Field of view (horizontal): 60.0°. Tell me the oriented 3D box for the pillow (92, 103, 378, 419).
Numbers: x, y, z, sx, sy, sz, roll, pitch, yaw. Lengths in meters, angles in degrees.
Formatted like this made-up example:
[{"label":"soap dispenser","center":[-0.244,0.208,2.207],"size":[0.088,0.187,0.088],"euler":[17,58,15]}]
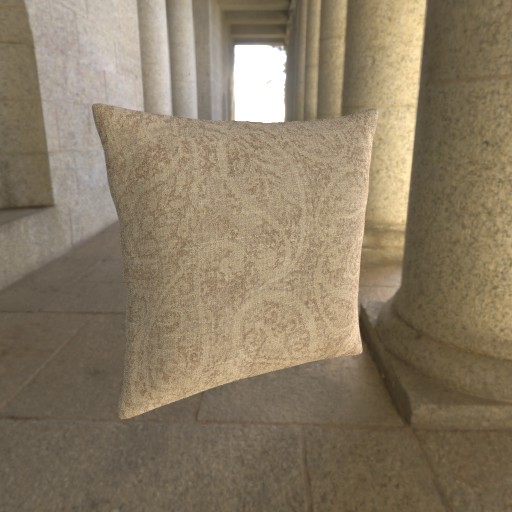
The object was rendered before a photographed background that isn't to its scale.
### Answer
[{"label":"pillow","center":[0.000,0.000,0.793],"size":[0.523,0.510,0.166],"euler":[-8,18,-26]}]
